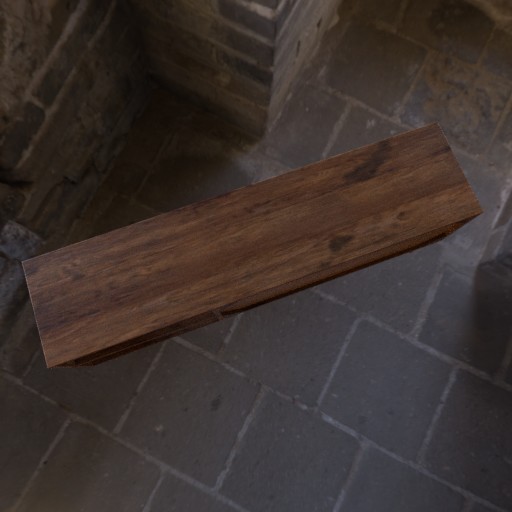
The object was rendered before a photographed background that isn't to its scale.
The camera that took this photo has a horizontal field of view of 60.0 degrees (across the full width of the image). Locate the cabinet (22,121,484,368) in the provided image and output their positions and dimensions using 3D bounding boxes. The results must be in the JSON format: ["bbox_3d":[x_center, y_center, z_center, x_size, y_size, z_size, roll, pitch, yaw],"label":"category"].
[{"bbox_3d":[0.000,0.000,1.677,1.448,0.528,0.349,-19,77,-5],"label":"cabinet"}]
